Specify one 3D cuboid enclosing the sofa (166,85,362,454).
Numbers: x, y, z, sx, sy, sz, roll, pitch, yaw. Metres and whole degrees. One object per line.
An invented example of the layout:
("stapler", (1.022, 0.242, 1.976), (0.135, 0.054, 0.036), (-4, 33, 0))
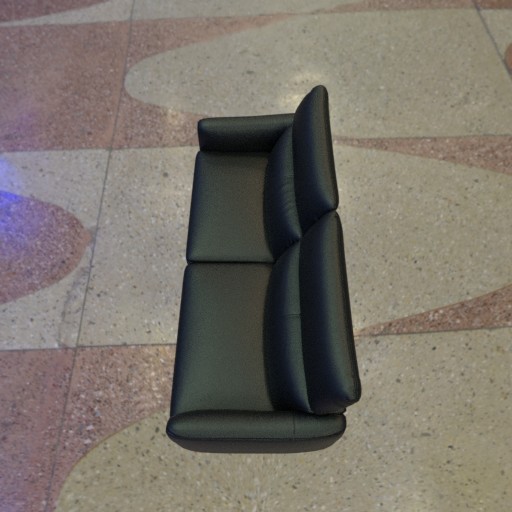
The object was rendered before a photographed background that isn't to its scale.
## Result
("sofa", (0.000, 0.000, 2.571), (0.856, 0.957, 2.069), (0, 59, 0))
